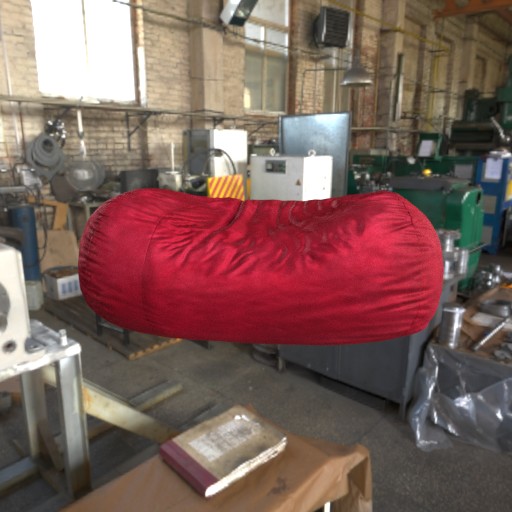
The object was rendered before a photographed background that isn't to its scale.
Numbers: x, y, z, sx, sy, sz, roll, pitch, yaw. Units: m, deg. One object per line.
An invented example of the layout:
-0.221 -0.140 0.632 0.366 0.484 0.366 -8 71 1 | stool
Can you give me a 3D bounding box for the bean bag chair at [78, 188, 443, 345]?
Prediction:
0.000 0.000 2.909 2.293 0.867 1.216 2 14 8 | bean bag chair
